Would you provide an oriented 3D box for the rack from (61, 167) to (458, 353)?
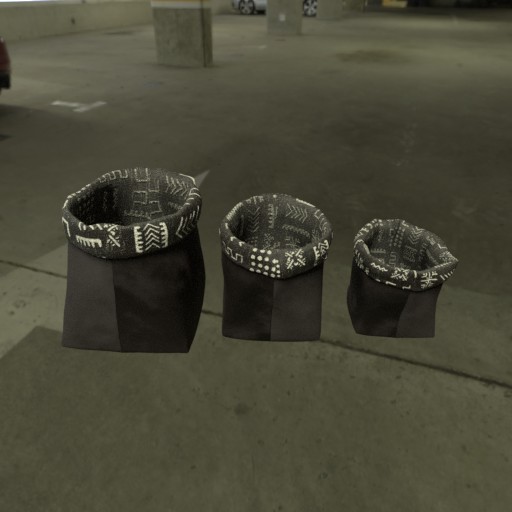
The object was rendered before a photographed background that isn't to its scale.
[{"bbox_3d":[0.000,0.000,1.084,0.905,0.323,0.379,1,32,2],"label":"rack"}]
